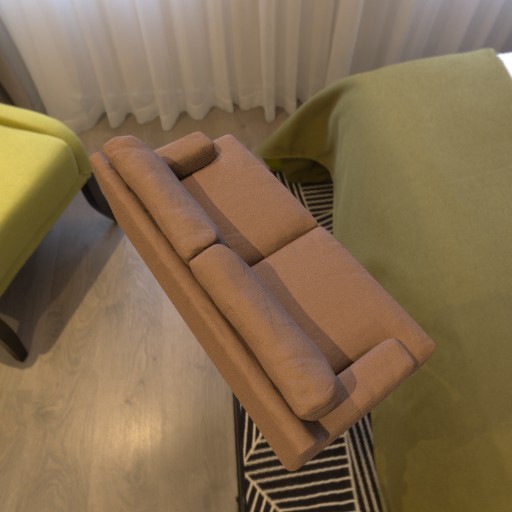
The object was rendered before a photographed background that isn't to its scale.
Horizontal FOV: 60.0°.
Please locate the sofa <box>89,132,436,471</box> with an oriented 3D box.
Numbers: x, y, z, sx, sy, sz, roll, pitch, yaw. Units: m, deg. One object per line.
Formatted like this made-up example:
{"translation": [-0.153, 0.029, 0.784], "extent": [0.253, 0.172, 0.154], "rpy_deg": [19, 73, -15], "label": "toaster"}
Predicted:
{"translation": [0.000, 0.000, 2.871], "extent": [1.140, 0.950, 2.274], "rpy_deg": [-31, 63, -18], "label": "sofa"}
